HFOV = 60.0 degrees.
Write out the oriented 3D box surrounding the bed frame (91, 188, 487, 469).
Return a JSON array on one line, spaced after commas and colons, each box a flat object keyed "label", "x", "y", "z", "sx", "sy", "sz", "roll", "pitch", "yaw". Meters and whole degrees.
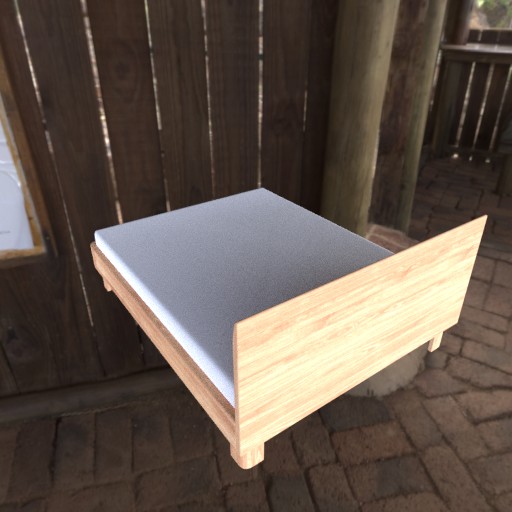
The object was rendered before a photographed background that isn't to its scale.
[{"label": "bed frame", "x": 0.000, "y": 0.000, "z": 3.008, "sx": 1.660, "sy": 0.940, "sz": 2.092, "roll": -19, "pitch": 35, "yaw": -30}]
